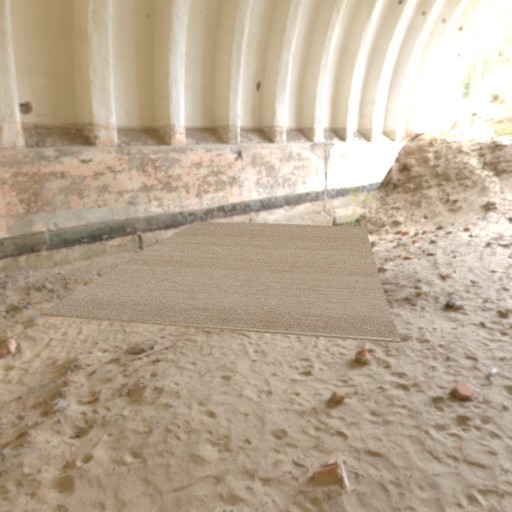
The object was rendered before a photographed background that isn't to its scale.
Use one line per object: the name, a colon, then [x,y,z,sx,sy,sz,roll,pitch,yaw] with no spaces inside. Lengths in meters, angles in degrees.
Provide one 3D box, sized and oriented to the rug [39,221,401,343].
rug: [0.000,0.000,2.970,1.574,0.029,2.346,3,15,10]
